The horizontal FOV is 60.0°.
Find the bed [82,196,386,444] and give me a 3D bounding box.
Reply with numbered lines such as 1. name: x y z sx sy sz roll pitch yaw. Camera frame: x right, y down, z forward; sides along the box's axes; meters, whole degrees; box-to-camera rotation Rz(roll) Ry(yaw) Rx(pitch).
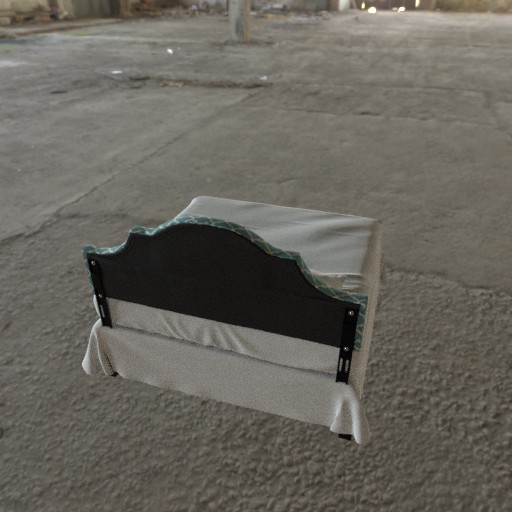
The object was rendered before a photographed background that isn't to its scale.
1. bed: 0.000 0.000 3.843 2.314 1.601 2.222 10 33 15
